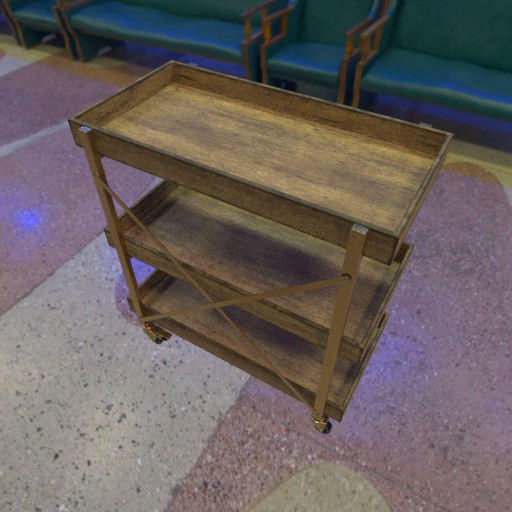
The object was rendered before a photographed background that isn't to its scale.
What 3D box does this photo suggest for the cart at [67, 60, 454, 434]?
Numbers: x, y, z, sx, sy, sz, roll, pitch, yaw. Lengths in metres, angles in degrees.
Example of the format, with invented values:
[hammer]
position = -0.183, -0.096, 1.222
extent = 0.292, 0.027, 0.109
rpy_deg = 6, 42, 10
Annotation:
[cart]
position = 0.000, 0.000, 1.239
extent = 0.750, 0.799, 0.416
rpy_deg = 23, 50, 21
